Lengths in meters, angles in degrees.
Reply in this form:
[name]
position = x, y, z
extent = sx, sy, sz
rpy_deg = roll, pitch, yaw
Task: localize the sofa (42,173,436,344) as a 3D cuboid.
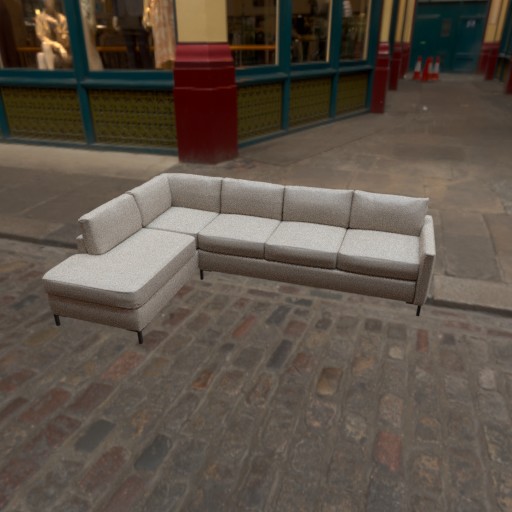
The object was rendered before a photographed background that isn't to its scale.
[sofa]
position = 0.000, 0.000, 3.203
extent = 2.423, 0.703, 1.617
rpy_deg = 8, 28, 16
